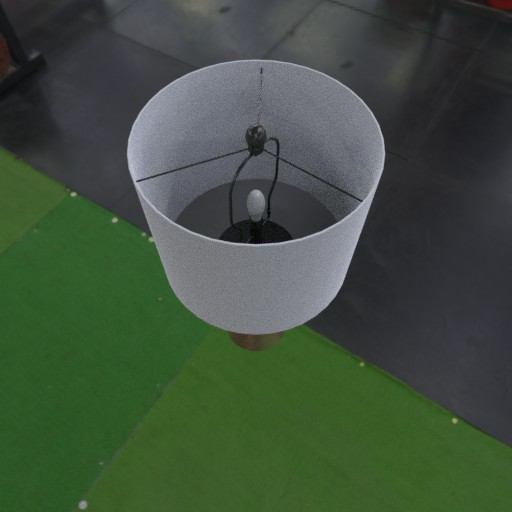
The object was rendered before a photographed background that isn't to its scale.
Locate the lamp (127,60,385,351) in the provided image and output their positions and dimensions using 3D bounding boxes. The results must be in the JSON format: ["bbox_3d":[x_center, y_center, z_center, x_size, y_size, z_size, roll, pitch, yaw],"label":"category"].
[{"bbox_3d":[0.000,0.000,0.756,0.304,0.573,0.304,32,64,18],"label":"lamp"}]
